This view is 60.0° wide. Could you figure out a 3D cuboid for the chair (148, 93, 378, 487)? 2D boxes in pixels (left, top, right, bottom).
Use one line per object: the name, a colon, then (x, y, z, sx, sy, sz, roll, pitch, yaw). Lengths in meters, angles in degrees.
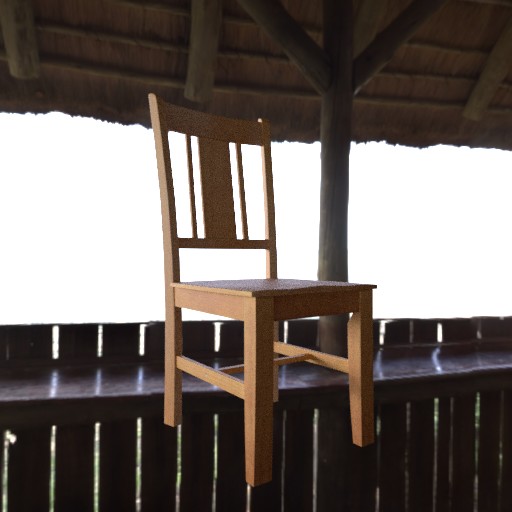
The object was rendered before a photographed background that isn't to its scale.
chair: (0.000, 0.000, 1.288, 0.450, 0.998, 0.556, 0, 0, -36)
